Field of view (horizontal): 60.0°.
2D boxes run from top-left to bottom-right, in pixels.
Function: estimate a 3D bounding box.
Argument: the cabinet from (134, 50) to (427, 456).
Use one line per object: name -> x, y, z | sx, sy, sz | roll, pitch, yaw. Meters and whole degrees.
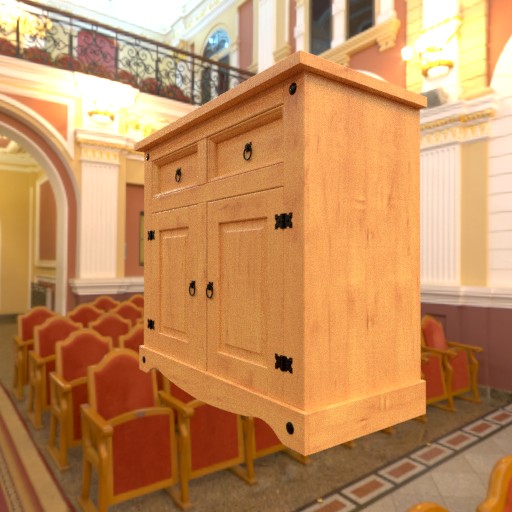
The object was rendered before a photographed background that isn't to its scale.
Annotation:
cabinet -> 0.000, 0.000, 1.410 | 0.450, 0.840, 0.920 | 0, -1, -36
